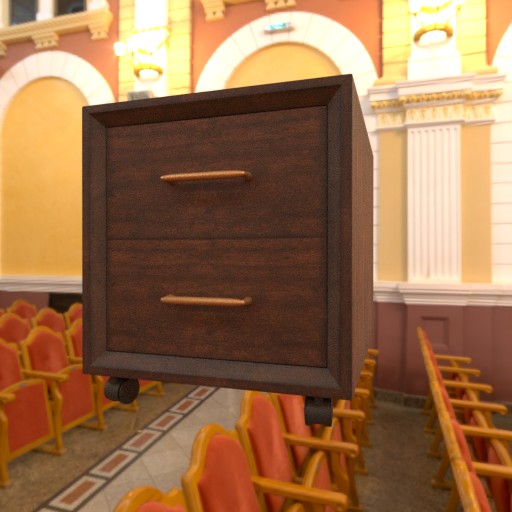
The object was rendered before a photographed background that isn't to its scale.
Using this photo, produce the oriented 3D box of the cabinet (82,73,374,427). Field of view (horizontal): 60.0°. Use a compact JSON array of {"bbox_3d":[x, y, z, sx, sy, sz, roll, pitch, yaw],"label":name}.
[{"bbox_3d":[0.000,0.000,0.835,0.402,0.455,0.500,0,0,18],"label":"cabinet"}]
